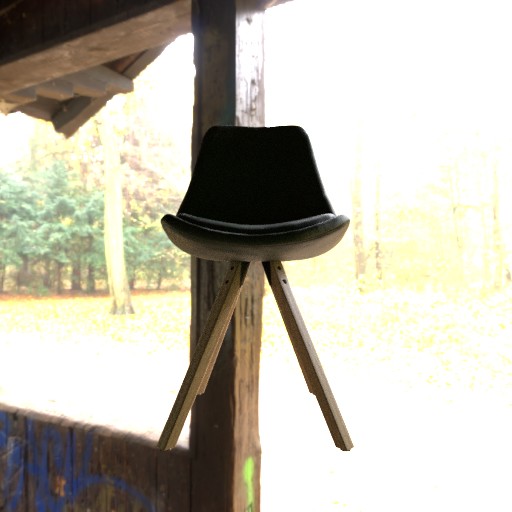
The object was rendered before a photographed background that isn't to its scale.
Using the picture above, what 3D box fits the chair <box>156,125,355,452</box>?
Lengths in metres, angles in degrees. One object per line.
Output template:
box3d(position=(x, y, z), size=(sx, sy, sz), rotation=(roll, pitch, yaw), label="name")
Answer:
box3d(position=(0.000, 0.000, 1.200), size=(0.483, 0.865, 0.547), rotation=(0, -1, 0), label="chair")
